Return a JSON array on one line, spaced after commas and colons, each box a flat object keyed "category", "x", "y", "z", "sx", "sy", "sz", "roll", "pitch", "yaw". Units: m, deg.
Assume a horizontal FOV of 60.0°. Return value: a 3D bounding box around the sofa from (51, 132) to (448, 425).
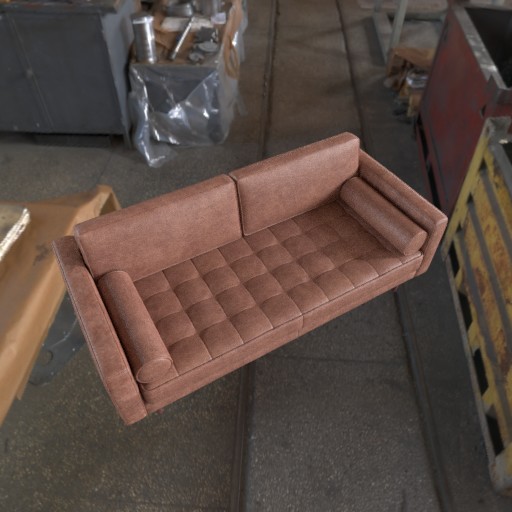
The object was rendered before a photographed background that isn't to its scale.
[{"category": "sofa", "x": 0.000, "y": 0.000, "z": 2.389, "sx": 1.870, "sy": 0.760, "sz": 0.910, "roll": -23, "pitch": 51, "yaw": -20}]
